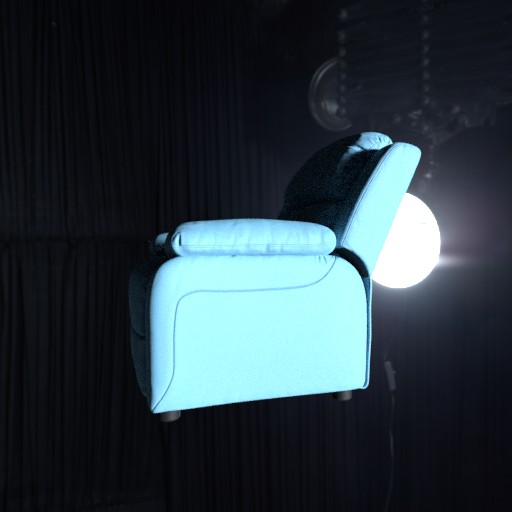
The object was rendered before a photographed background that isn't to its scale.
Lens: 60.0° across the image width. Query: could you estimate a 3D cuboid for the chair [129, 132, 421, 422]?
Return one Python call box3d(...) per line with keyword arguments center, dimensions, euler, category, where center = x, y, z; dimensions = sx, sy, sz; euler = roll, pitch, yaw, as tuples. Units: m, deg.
box3d(center=(0.000, 0.000, 1.289), dimensions=(0.709, 0.702, 0.680), euler=(0, 0, -17), category="chair")
